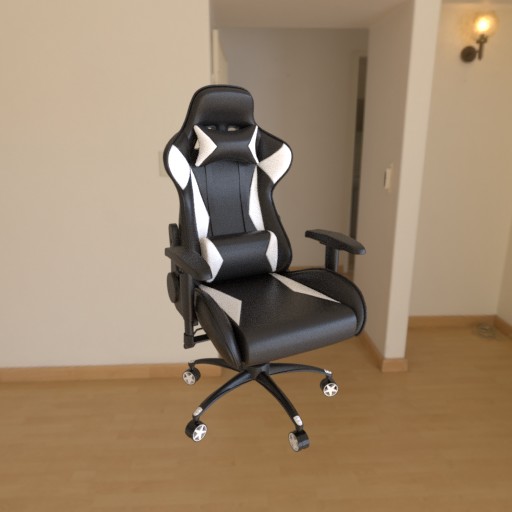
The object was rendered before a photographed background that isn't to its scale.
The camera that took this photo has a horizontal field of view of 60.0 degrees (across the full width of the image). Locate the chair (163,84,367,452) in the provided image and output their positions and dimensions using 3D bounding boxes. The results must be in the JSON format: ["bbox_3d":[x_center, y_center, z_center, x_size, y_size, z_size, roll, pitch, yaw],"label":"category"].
[{"bbox_3d":[0.000,0.000,1.713,0.730,1.285,0.695,-8,18,-27],"label":"chair"}]
